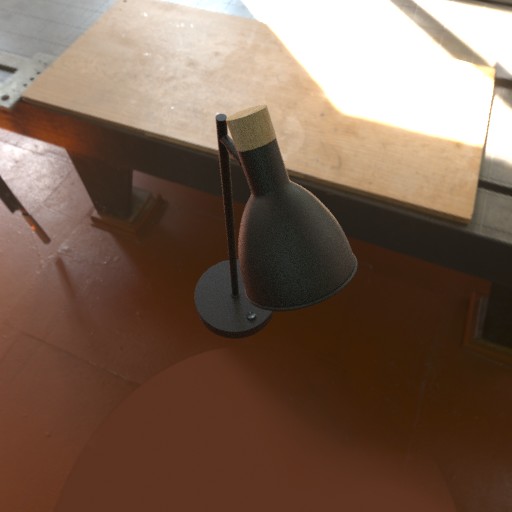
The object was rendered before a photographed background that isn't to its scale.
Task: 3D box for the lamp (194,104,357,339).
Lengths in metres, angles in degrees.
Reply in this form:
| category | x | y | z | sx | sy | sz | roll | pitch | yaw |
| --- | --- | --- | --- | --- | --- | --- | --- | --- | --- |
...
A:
| category | x | y | z | sx | sy | sz | roll | pitch | yaw |
| --- | --- | --- | --- | --- | --- | --- | --- | --- | --- |
| lamp | 0.000 | 0.000 | 0.603 | 0.152 | 0.483 | 0.287 | -29 | 62 | -18 |
